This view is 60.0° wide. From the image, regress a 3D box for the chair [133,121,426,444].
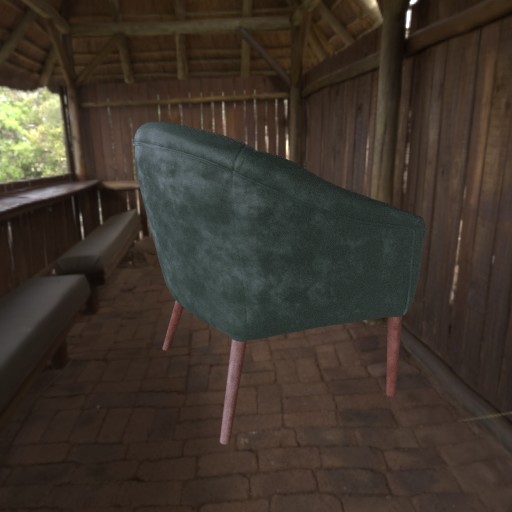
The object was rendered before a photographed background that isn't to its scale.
[{"bbox_3d":[0.000,0.000,1.542,0.776,0.885,0.851,-7,17,-25],"label":"chair"}]
